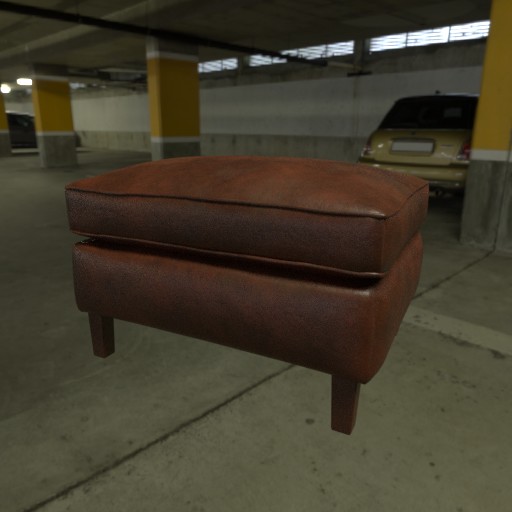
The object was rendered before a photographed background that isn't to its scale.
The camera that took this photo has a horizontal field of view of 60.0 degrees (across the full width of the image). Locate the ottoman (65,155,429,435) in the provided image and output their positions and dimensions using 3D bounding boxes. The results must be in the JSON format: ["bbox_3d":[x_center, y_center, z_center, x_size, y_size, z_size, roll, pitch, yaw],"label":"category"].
[{"bbox_3d":[0.000,0.000,0.989,0.665,0.432,0.501,8,18,26],"label":"ottoman"}]
